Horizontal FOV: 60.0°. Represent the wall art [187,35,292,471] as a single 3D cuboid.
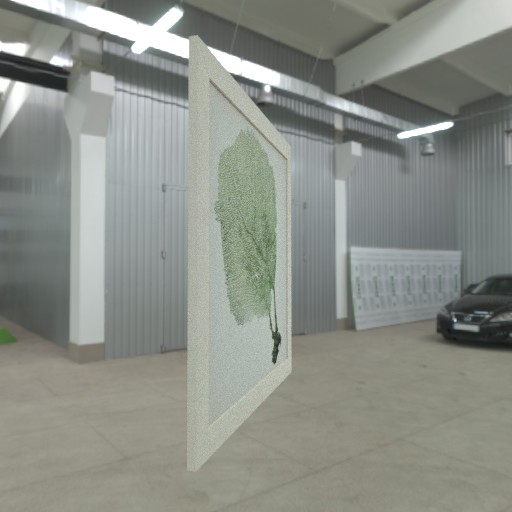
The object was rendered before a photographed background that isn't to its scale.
[{"bbox_3d":[0.000,0.000,0.877,0.013,0.584,0.584,0,-2,17],"label":"wall art"}]
